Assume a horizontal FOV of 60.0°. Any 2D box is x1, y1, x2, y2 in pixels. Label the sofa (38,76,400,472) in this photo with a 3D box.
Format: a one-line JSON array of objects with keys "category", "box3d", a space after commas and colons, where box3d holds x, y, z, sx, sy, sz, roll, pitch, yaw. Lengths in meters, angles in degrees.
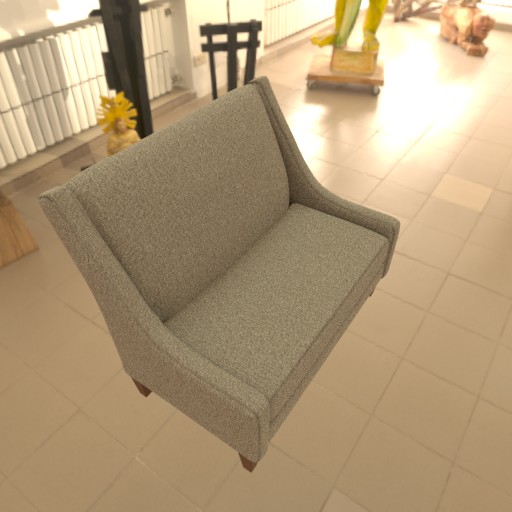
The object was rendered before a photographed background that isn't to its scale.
[{"category": "sofa", "box3d": [0.000, 0.000, 1.905, 0.862, 1.026, 1.242, 25, 48, 25]}]
